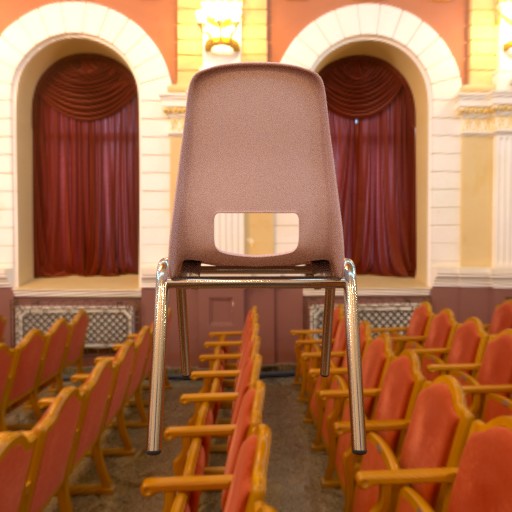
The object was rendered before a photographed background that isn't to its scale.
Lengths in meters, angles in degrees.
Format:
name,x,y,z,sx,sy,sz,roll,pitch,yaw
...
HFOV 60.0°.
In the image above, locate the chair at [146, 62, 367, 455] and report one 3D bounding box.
name,x,y,z,sx,sy,sz,roll,pitch,yaw
chair,0.000,0.000,0.855,0.354,0.586,0.423,0,1,0
